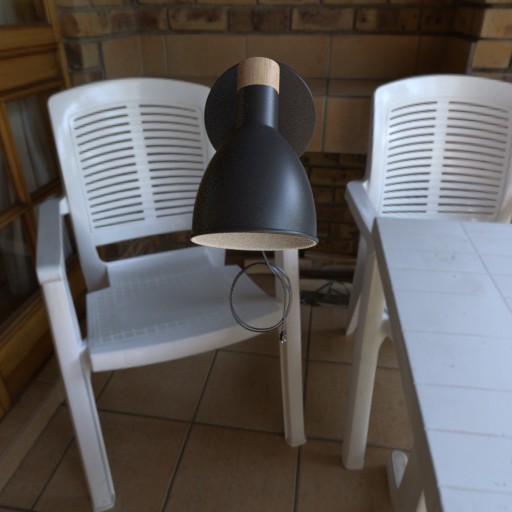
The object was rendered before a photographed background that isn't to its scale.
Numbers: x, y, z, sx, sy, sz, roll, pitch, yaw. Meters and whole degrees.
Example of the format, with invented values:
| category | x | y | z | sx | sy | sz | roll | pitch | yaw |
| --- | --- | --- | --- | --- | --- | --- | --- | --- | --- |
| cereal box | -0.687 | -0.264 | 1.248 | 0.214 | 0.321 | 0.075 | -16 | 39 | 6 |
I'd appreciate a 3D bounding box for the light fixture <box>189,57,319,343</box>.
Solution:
| category | x | y | z | sx | sy | sz | roll | pitch | yaw |
| --- | --- | --- | --- | --- | --- | --- | --- | --- | --- |
| light fixture | 0.000 | 0.000 | 0.494 | 0.127 | 0.401 | 0.203 | 1 | 30 | 2 |
